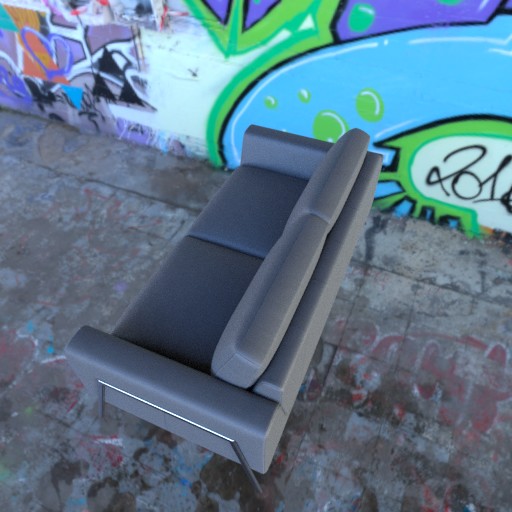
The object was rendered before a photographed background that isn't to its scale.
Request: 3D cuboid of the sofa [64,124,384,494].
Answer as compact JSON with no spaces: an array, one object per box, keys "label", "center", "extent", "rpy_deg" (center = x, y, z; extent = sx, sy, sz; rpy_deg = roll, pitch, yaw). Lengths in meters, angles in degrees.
[{"label":"sofa","center":[0.000,0.000,2.504],"extent":[0.953,0.875,2.017],"rpy_deg":[18,50,16]}]
